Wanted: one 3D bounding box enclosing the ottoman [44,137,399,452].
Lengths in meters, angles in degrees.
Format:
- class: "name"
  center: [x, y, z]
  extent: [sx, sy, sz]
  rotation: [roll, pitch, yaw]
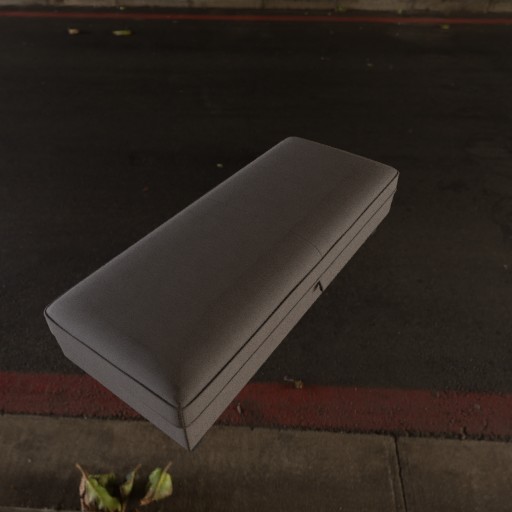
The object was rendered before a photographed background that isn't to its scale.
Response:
- class: "ottoman"
  center: [0.000, 0.000, 2.124]
  extent: [0.751, 0.470, 1.764]
  rotation: [25, 47, 26]
